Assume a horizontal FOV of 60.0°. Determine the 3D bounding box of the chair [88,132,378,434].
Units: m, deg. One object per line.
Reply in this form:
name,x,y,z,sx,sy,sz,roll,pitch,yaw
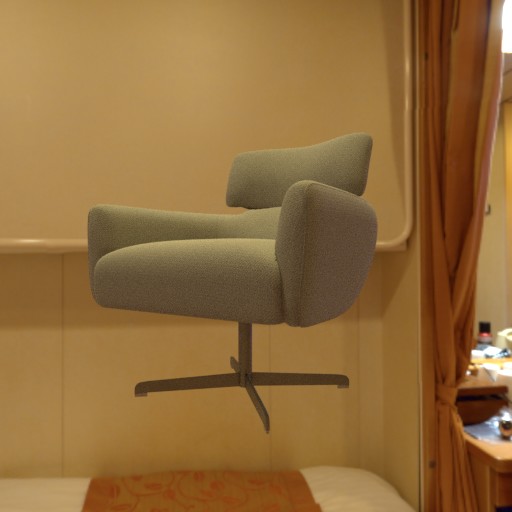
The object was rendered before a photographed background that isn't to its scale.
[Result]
chair,0.000,0.000,1.365,0.760,0.810,0.730,0,0,36
